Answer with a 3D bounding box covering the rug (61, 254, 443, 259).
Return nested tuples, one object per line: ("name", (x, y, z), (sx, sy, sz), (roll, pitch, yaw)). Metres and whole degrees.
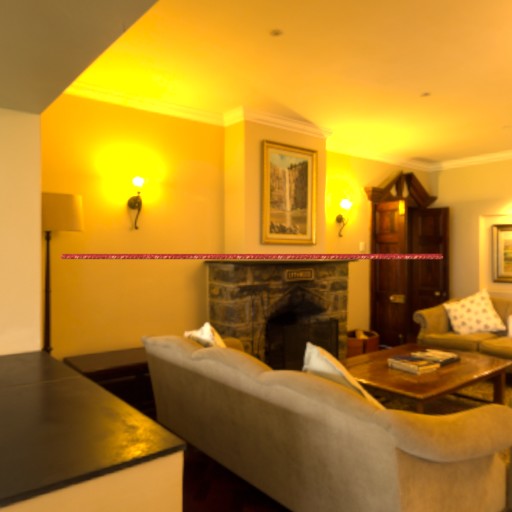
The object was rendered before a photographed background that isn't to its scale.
("rug", (0.000, 0.000, 2.316), (1.230, 0.018, 1.835), (0, 0, 2))
